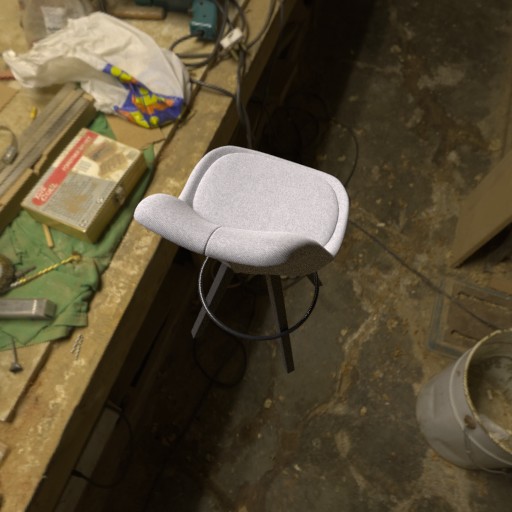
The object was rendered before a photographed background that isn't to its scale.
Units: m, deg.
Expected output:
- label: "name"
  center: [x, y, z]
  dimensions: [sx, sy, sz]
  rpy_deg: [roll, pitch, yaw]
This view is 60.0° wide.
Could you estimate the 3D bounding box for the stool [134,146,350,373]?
- label: "stool"
  center: [0.000, 0.000, 1.417]
  dimensions: [0.485, 1.115, 0.550]
  rpy_deg: [18, 65, 9]
